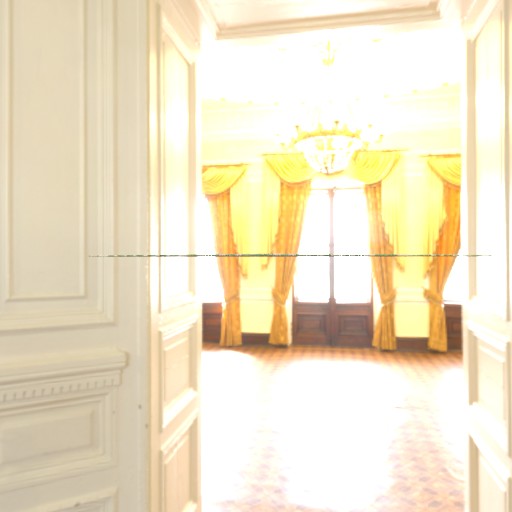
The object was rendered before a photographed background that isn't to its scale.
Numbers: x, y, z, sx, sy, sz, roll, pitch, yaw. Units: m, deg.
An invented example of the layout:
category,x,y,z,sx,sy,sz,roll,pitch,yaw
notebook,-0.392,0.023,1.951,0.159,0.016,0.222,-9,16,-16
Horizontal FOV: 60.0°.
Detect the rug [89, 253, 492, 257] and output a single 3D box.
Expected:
category,x,y,z,sx,sy,sz,roll,pitch,yaw
rug,0.000,0.000,2.315,1.220,0.006,1.826,0,0,-35
